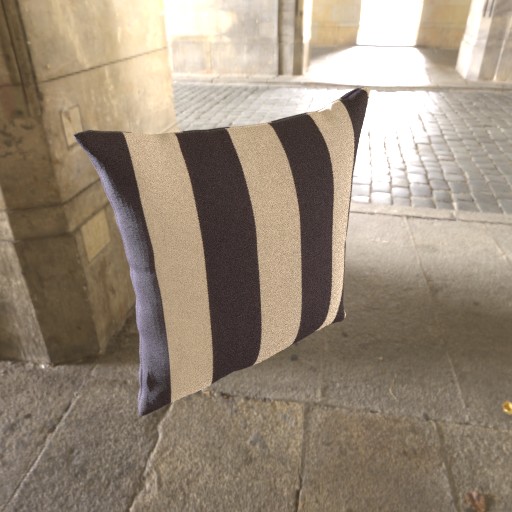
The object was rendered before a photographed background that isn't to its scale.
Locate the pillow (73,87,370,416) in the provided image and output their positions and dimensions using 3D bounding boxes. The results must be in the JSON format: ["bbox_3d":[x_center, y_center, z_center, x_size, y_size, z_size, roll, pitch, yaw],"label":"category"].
[{"bbox_3d":[0.000,0.000,0.799,0.536,0.526,0.189,-20,36,-31],"label":"pillow"}]
